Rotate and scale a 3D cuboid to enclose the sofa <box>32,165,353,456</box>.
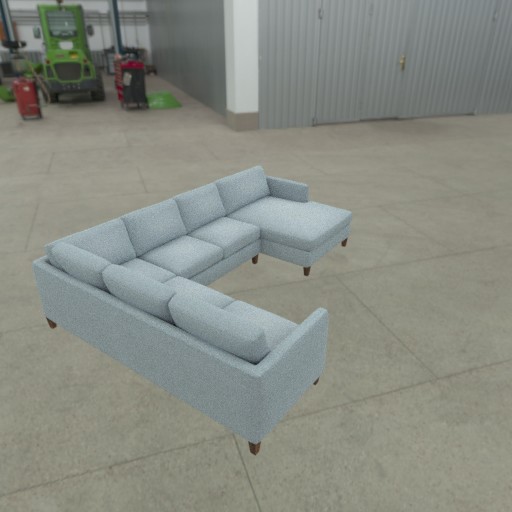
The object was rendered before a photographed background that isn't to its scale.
[{"bbox_3d":[0.000,0.000,4.590,2.551,0.889,3.403,18,32,32],"label":"sofa"}]
